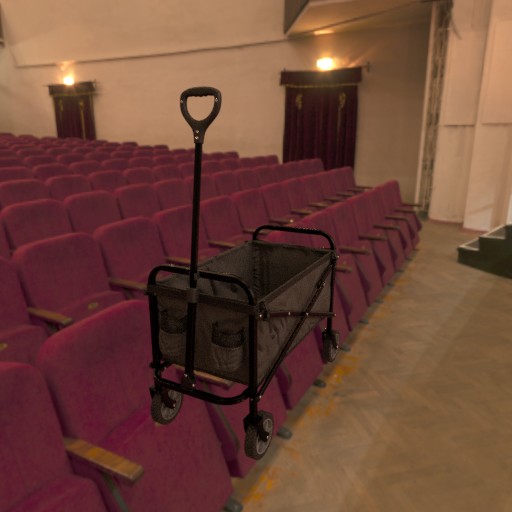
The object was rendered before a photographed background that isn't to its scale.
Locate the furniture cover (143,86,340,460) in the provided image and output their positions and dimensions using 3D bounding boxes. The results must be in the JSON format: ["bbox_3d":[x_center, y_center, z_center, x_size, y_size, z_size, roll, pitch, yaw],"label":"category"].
[{"bbox_3d":[0.000,0.000,1.891,0.532,1.295,1.038,8,17,27],"label":"furniture cover"}]
